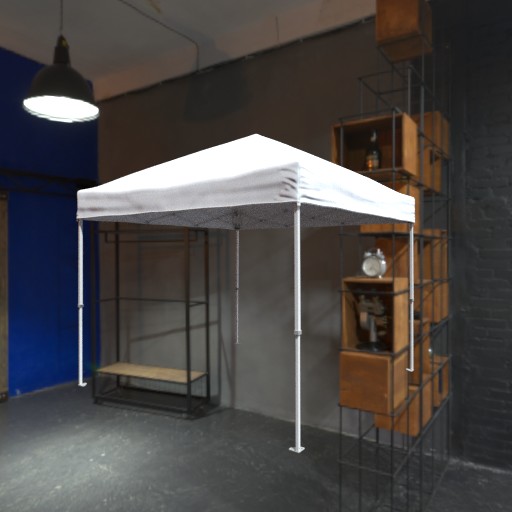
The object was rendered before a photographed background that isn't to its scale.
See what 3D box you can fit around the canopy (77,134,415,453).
[{"bbox_3d":[0.000,0.000,5.465,2.996,2.997,2.998,0,1,36],"label":"canopy"}]
